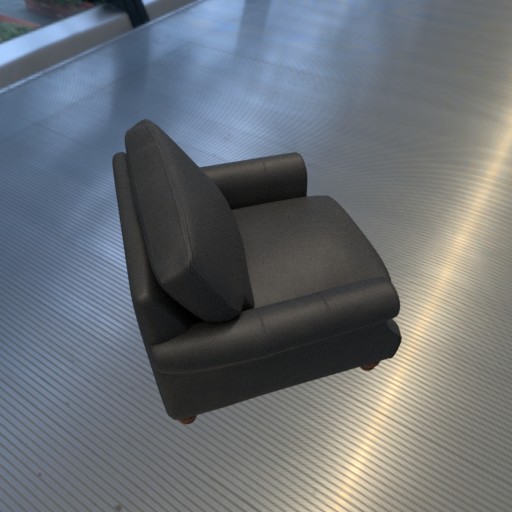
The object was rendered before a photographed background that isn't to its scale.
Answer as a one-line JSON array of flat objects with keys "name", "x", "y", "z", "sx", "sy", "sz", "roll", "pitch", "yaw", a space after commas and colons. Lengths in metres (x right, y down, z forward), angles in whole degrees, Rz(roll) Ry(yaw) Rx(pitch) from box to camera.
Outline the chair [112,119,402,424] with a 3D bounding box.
[{"name": "chair", "x": 0.000, "y": 0.000, "z": 1.793, "sx": 1.027, "sy": 0.960, "sz": 1.015, "roll": -9, "pitch": 46, "yaw": -9}]
